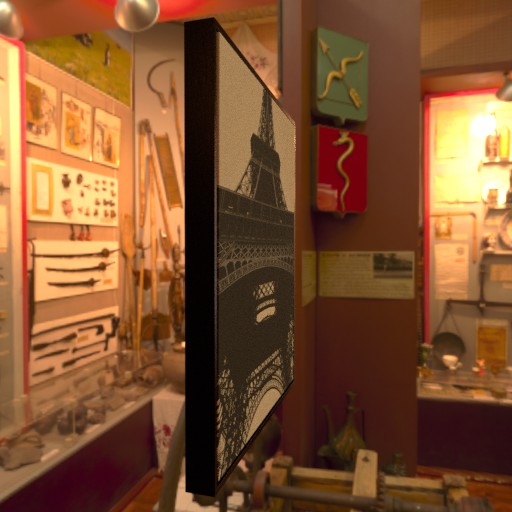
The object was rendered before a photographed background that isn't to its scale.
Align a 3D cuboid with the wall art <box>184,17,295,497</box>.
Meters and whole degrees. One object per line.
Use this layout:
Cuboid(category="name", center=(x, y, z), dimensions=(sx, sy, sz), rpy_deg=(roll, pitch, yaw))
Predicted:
Cuboid(category="wall art", center=(0.000, 0.000, 0.731), dimensions=(0.039, 0.553, 0.451), rpy_deg=(0, 1, 17))
